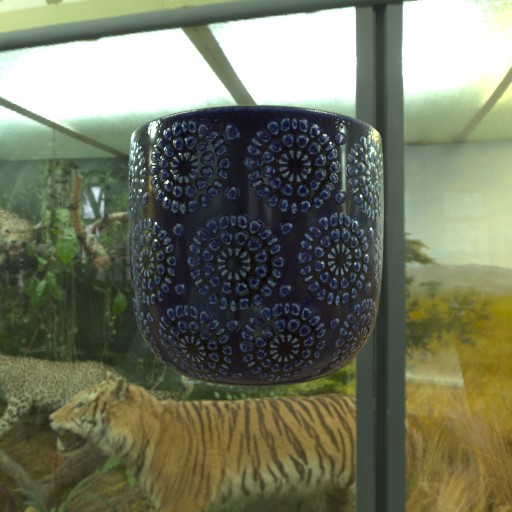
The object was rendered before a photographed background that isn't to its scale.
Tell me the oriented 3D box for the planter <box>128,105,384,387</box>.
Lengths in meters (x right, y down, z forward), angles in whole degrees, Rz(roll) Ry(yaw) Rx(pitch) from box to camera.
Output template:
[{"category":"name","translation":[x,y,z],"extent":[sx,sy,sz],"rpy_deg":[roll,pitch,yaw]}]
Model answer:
[{"category":"planter","translation":[0.000,0.000,0.298],"extent":[0.165,0.149,0.165],"rpy_deg":[0,-1,0]}]
